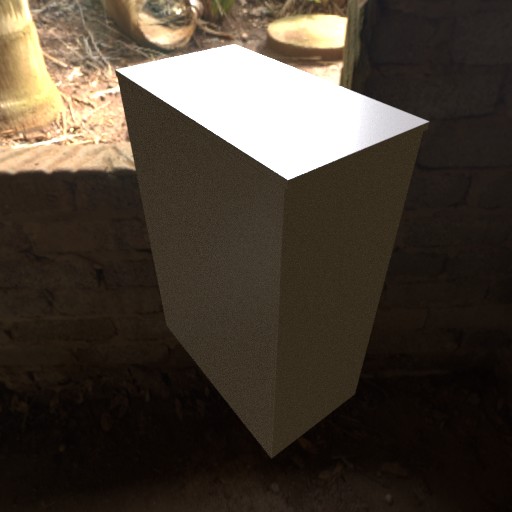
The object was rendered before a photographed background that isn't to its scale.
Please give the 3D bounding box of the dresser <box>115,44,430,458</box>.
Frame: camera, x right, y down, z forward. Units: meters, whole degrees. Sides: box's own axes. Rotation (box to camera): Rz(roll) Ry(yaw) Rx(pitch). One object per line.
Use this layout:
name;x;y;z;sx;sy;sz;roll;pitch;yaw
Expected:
dresser;0.000;0.000;1.379;0.401;1.021;0.704;-26;47;-27
